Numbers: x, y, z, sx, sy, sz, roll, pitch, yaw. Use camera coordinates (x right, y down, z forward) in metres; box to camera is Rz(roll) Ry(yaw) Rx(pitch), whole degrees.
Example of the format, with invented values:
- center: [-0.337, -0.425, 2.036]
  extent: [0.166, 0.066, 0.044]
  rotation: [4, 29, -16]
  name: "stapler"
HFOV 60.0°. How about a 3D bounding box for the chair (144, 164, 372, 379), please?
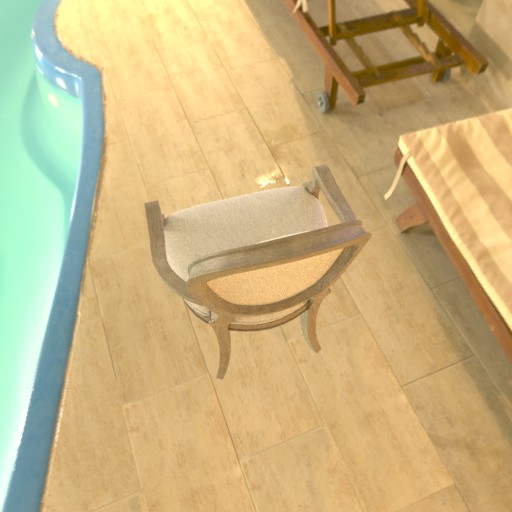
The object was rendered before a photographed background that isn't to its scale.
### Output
- center: [0.000, 0.000, 1.390]
  extent: [0.611, 0.991, 0.602]
  rotation: [-13, 60, -8]
  name: "chair"
